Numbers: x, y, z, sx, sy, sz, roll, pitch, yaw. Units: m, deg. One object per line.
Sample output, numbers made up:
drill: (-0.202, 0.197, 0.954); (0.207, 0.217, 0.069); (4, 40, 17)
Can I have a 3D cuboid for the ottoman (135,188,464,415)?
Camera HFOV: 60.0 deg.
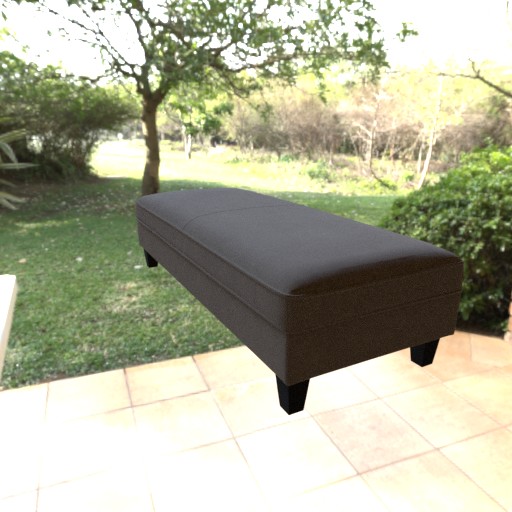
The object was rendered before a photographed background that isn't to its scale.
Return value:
ottoman: (0.000, 0.000, 2.063); (0.735, 0.460, 1.726); (-9, 19, -27)
